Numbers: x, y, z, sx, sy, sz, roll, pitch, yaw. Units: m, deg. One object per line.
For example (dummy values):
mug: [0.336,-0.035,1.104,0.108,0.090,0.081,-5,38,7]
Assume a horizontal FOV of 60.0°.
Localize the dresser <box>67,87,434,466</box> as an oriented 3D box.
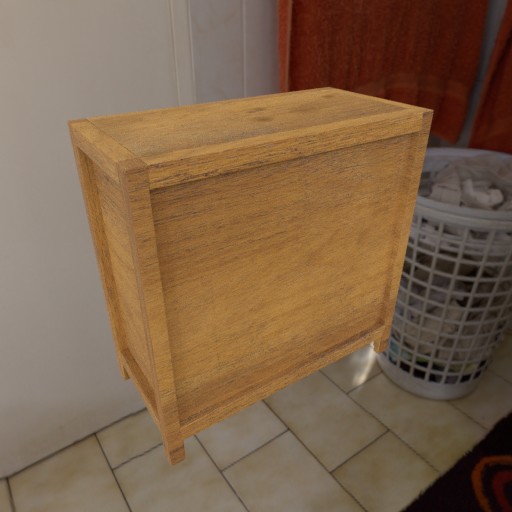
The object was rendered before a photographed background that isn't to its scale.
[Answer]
dresser: [0.000,0.000,1.286,0.804,0.804,0.427,-18,35,-28]
